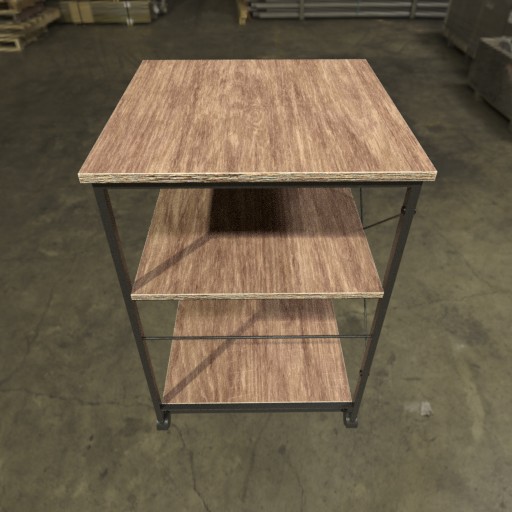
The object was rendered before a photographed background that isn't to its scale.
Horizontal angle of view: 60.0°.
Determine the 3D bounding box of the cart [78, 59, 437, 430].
[{"bbox_3d":[0.000,0.000,1.085,0.520,0.762,0.521,0,41,-1],"label":"cart"}]
